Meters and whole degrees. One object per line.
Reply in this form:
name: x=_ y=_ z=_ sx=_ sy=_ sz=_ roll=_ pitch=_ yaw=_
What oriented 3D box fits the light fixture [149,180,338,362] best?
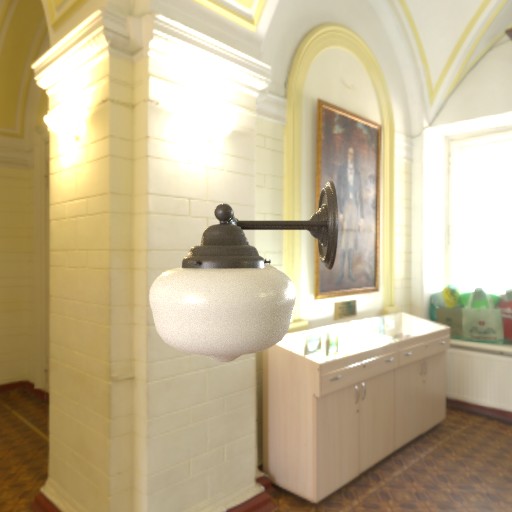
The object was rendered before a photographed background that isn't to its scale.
light fixture: x=0.000 y=0.000 z=0.715 sx=0.239 sy=0.242 sz=0.587 roll=0 pitch=0 yaw=0
